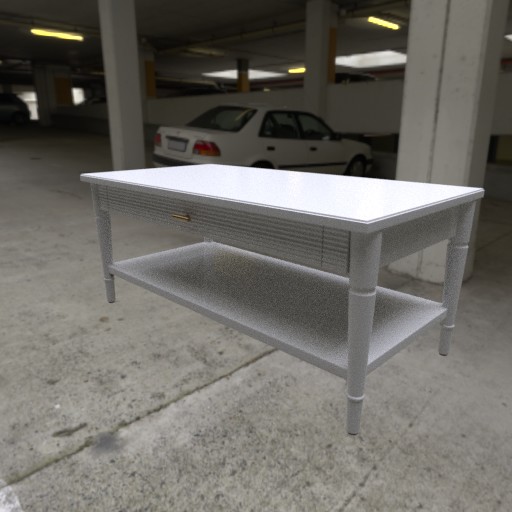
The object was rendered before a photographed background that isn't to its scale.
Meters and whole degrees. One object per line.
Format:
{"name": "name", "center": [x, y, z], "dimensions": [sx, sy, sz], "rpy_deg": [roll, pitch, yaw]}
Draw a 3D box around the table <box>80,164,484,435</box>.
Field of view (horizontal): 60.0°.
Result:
{"name": "table", "center": [0.000, 0.000, 1.348], "dimensions": [1.067, 0.457, 0.559], "rpy_deg": [15, 22, 42]}
